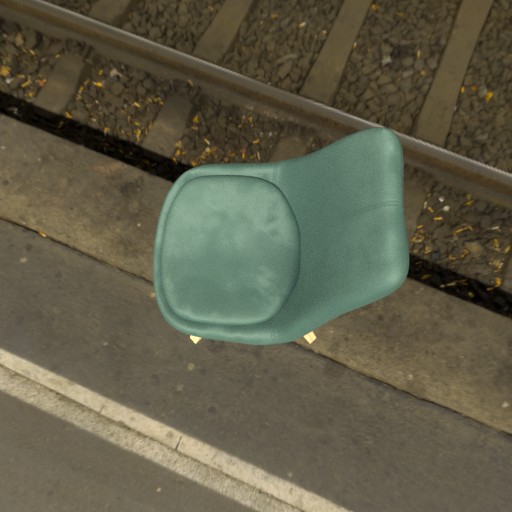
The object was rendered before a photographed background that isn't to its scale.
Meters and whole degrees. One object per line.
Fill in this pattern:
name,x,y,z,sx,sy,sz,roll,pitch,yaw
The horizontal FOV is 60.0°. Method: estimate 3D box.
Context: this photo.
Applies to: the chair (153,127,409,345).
chair,0.000,0.000,1.211,0.547,0.865,0.483,2,76,0
